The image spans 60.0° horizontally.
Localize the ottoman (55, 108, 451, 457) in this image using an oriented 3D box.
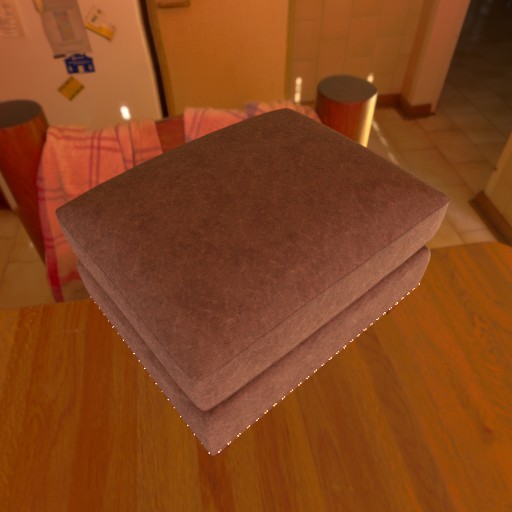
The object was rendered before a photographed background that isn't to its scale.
[{"bbox_3d":[0.000,0.000,1.146,0.741,0.513,0.584,-32,54,-26],"label":"ottoman"}]
